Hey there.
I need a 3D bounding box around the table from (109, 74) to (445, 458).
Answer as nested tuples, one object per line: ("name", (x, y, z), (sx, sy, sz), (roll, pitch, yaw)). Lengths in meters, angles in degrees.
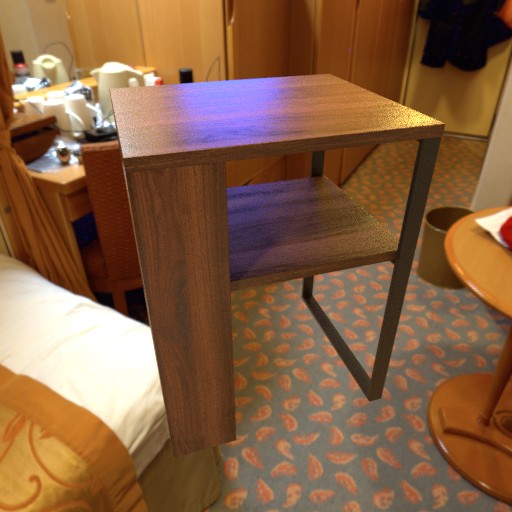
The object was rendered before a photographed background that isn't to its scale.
("table", (0.000, 0.000, 1.556), (0.786, 1.041, 0.660), (-10, 34, -15))
